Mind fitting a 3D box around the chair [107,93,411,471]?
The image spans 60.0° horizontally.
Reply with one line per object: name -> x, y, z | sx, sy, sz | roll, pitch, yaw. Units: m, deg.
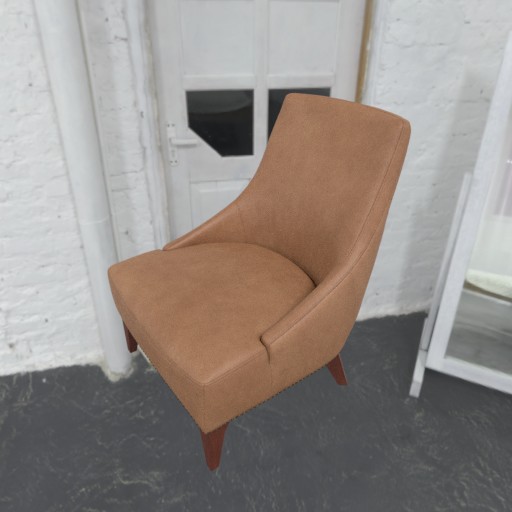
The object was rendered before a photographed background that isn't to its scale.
chair -> 0.000, 0.000, 1.501 | 0.861, 0.909, 0.701 | -20, 36, -30
